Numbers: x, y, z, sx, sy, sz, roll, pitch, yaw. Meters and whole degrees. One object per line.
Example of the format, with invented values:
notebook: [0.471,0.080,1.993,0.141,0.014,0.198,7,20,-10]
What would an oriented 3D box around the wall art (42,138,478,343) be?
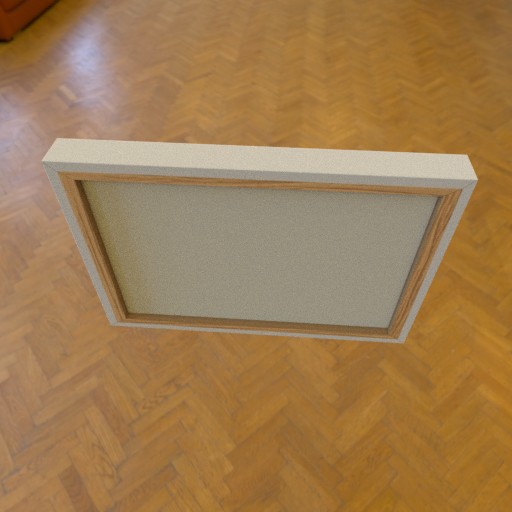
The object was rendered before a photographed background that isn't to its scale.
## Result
wall art: [0.000,0.000,0.493,0.381,0.259,0.038,3,47,3]
